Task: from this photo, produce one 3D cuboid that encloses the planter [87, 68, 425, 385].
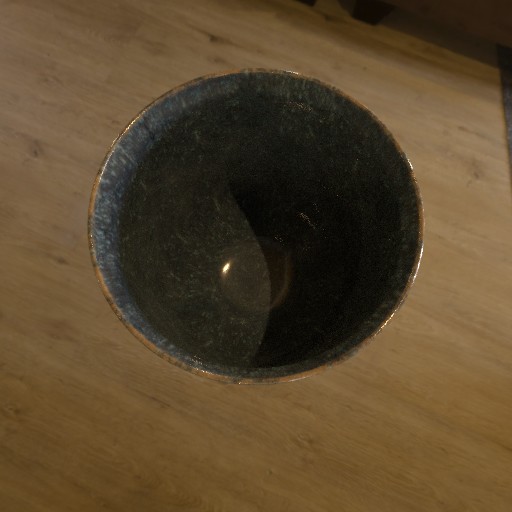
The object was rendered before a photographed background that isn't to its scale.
[{"bbox_3d":[0.000,0.000,0.479,0.266,0.270,0.266,0,74,0],"label":"planter"}]
